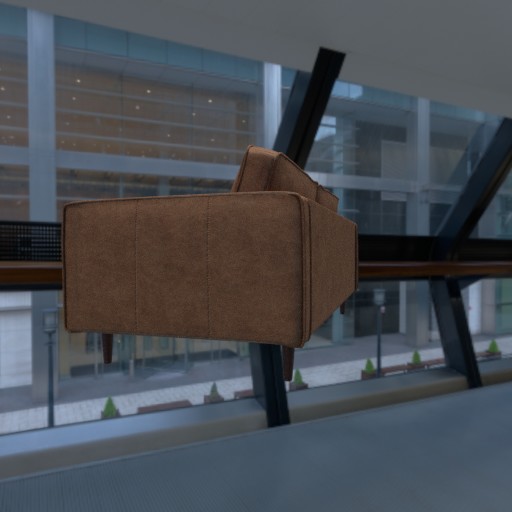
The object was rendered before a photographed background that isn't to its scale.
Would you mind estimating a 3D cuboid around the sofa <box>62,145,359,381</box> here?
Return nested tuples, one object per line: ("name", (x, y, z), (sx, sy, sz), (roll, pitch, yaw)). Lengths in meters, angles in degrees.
("sofa", (0.000, 0.000, 2.387), (0.924, 0.825, 1.920), (0, 1, 18))
